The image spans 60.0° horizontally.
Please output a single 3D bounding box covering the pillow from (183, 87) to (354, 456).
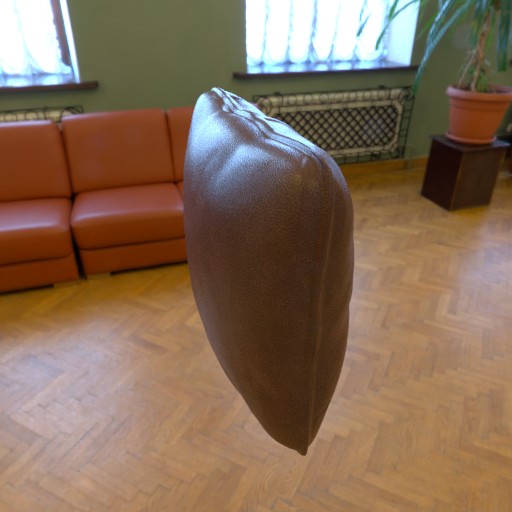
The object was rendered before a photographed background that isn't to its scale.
[{"bbox_3d":[0.000,0.000,0.815,0.236,0.523,0.532,-10,32,-17],"label":"pillow"}]
